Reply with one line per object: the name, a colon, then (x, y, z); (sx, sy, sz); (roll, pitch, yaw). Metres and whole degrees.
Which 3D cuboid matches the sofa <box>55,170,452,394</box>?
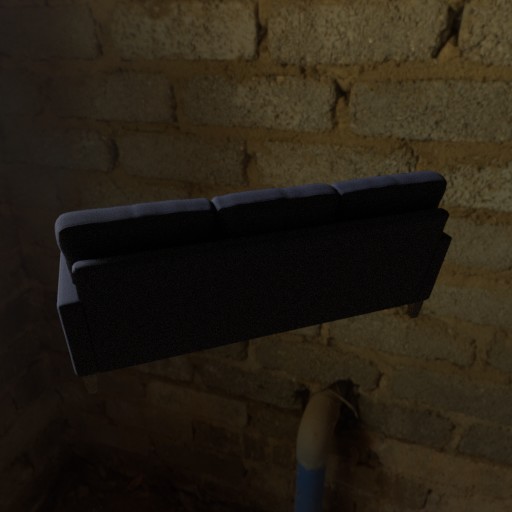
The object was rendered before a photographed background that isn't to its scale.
sofa: (0.000, 0.000, 2.617); (2.115, 0.984, 0.888); (-9, 28, -18)
